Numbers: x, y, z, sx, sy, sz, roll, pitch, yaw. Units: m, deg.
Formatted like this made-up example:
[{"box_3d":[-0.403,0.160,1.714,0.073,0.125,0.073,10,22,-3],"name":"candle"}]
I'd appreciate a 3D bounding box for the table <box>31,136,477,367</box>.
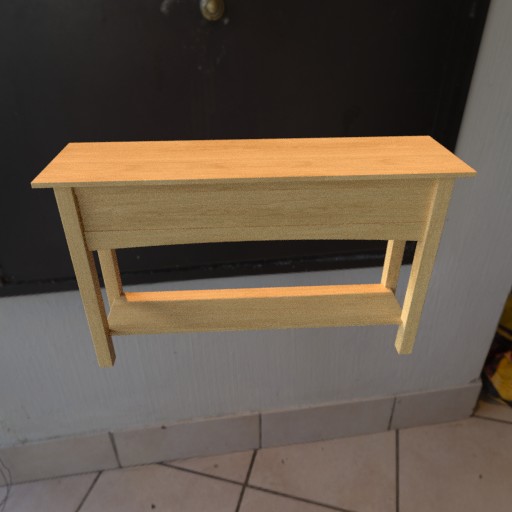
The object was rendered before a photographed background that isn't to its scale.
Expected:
[{"box_3d":[0.000,0.000,1.567,1.240,0.730,0.350,-2,32,-3],"name":"table"}]
